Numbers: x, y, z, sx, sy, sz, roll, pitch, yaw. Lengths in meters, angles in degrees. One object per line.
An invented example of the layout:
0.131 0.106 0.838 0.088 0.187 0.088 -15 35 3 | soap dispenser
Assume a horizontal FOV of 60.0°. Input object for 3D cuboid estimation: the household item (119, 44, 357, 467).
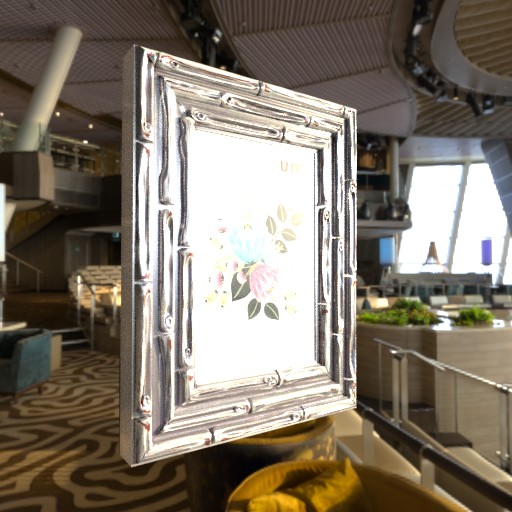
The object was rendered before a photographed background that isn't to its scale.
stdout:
0.000 0.000 0.280 0.165 0.216 0.025 1 -2 -35 | household item
